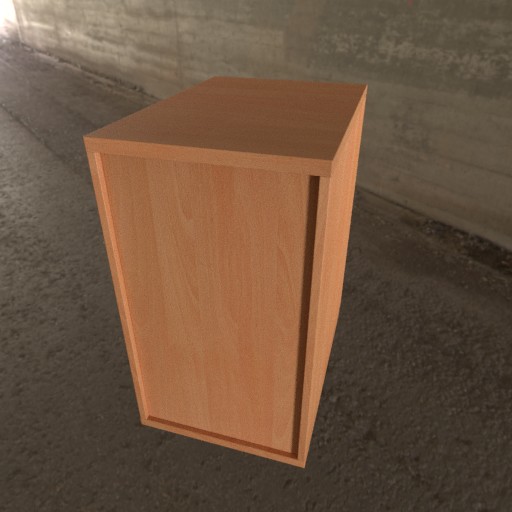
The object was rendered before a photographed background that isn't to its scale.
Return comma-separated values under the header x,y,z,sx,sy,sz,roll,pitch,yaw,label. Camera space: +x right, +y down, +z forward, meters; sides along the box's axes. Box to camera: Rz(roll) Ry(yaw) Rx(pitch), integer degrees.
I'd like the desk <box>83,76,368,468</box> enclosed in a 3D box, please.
x,y,z,sx,sy,sz,roll,pitch,yaw,label
0.000,0.000,1.100,0.404,0.730,0.600,9,32,14,desk
